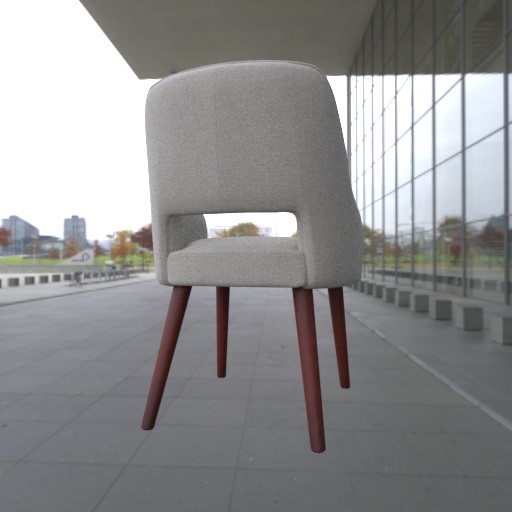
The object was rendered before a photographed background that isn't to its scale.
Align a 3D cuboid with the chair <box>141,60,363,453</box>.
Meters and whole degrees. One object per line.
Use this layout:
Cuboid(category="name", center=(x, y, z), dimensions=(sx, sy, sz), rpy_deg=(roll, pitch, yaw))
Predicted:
Cuboid(category="chair", center=(0.000, 0.000, 1.223), dimensions=(0.560, 0.840, 0.580), rpy_deg=(0, 0, 17))
